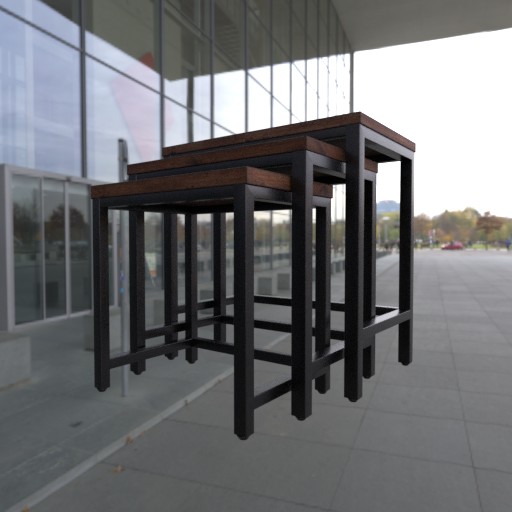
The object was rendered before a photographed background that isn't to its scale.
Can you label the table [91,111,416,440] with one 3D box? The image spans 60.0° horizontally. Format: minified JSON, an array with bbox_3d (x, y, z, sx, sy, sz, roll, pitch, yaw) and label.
[{"bbox_3d":[0.000,0.000,1.146,0.608,0.616,0.660,1,2,37],"label":"table"}]
